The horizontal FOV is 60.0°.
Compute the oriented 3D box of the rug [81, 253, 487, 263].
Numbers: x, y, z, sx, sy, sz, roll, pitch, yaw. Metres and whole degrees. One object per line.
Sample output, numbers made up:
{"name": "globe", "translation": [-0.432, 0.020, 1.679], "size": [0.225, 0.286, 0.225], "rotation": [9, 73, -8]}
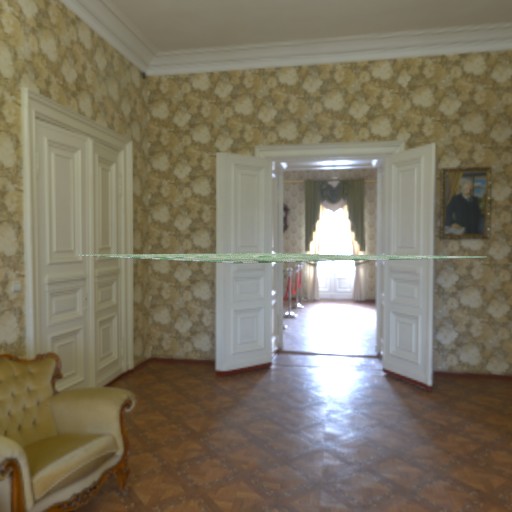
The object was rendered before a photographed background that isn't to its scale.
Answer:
{"name": "rug", "translation": [0.000, 0.000, 4.127], "size": [2.436, 0.007, 3.045], "rotation": [-1, 1, -36]}
